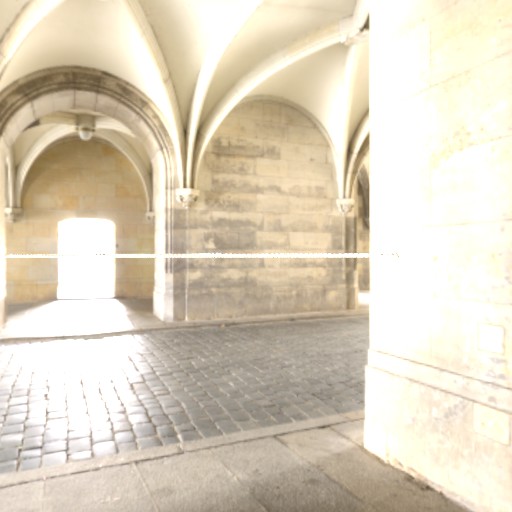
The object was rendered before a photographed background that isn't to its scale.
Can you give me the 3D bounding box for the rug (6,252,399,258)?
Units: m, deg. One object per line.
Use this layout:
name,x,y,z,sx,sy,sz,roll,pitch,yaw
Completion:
rug,0.000,0.000,3.951,2.429,0.030,3.052,0,0,18
